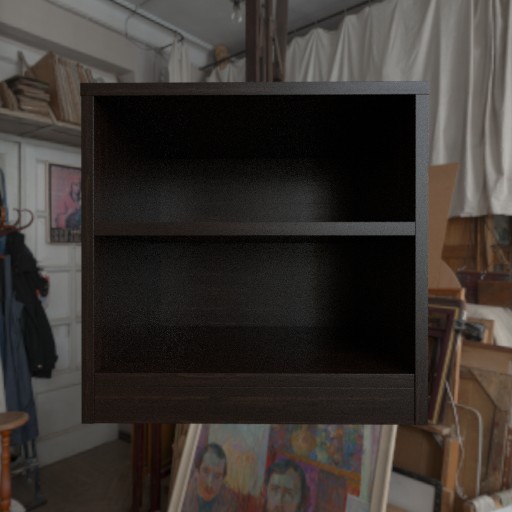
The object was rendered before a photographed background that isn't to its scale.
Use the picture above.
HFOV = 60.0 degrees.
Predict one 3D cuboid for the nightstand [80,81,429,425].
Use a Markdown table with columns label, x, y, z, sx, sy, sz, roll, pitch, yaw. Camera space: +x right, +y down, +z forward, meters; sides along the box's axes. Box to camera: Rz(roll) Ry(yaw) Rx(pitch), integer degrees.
| label | x | y | z | sx | sy | sz | roll | pitch | yaw |
| --- | --- | --- | --- | --- | --- | --- | --- | --- | --- |
| nightstand | 0.000 | 0.000 | 0.833 | 0.489 | 0.487 | 0.427 | 0 | 0 | 1 |
